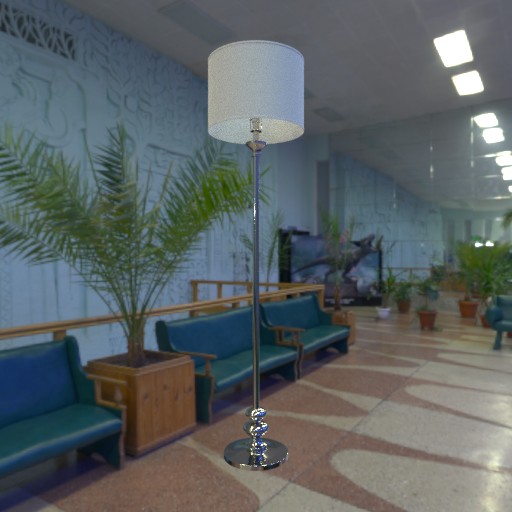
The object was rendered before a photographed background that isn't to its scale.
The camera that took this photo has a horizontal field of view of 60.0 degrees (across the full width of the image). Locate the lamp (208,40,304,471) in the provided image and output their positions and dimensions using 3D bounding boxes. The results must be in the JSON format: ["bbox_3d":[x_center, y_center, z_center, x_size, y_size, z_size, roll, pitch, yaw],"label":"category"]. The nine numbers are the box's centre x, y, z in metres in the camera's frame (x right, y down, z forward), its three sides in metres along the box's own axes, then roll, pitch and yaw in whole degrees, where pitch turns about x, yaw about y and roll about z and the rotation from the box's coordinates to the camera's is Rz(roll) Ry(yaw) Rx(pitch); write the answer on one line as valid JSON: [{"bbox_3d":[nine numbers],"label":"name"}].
[{"bbox_3d":[0.000,0.000,1.652,0.356,1.487,0.356,0,0,36],"label":"lamp"}]
